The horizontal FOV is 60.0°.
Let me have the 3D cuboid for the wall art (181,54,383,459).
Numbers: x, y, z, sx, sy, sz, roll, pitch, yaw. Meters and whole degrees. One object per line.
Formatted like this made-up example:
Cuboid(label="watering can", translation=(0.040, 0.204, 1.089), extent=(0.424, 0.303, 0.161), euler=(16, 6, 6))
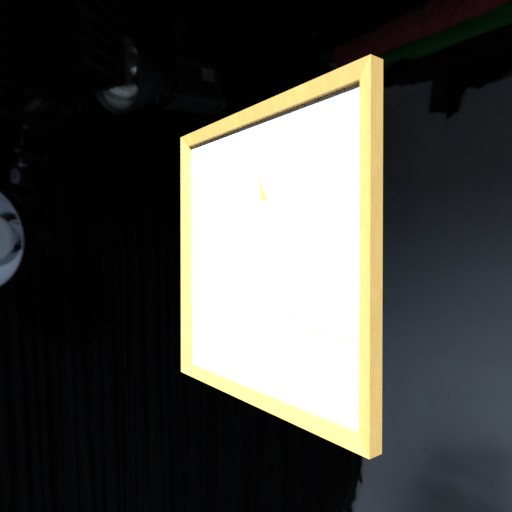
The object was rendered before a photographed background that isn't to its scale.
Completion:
Cuboid(label="wall art", translation=(0.000, 0.000, 2.918), extent=(0.097, 1.936, 1.935), euler=(0, 1, -37))
